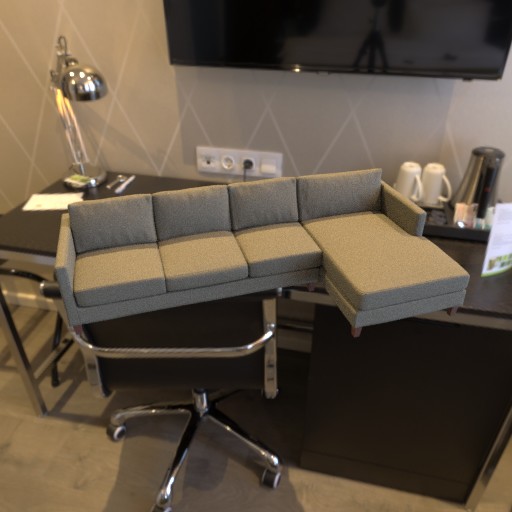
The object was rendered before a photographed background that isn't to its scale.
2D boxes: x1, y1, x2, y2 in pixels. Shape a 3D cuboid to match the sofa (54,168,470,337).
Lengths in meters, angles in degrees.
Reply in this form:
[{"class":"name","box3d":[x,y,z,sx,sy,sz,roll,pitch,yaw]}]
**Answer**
[{"class":"sofa","box3d":[0.000,0.000,3.847,3.186,0.861,1.625,-9,33,-14]}]
